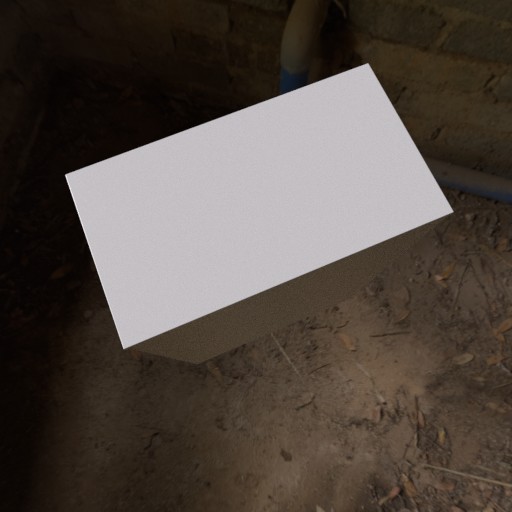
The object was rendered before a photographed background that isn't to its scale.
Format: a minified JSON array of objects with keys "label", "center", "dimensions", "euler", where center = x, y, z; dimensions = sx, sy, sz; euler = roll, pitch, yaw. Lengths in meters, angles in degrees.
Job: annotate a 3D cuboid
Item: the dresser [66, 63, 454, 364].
[{"label":"dresser","center":[0.000,0.000,1.404],"dimensions":[0.704,1.021,0.401],"euler":[-22,76,-6]}]
